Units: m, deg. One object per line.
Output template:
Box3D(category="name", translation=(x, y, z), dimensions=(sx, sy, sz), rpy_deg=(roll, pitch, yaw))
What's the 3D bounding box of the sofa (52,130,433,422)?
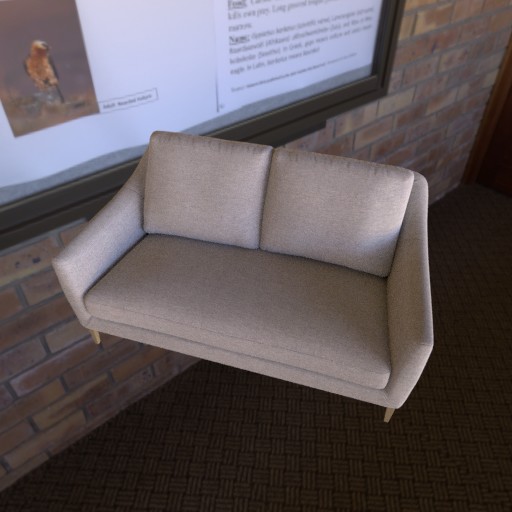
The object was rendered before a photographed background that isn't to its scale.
Box3D(category="sofa", translation=(0.000, 0.000, 2.194), dimensions=(1.619, 0.904, 0.960), rpy_deg=(11, 42, 13))
